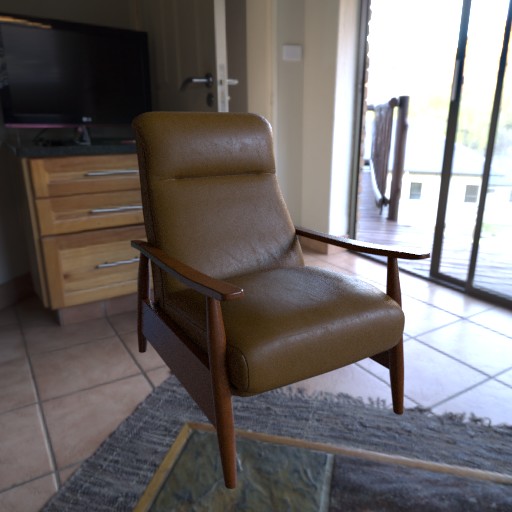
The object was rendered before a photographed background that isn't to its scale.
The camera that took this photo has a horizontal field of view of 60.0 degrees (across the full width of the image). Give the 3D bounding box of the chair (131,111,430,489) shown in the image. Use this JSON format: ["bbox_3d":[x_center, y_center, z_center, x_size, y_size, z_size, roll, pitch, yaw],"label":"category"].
[{"bbox_3d":[0.000,0.000,1.723,0.762,1.082,1.014,-9,19,-28],"label":"chair"}]
